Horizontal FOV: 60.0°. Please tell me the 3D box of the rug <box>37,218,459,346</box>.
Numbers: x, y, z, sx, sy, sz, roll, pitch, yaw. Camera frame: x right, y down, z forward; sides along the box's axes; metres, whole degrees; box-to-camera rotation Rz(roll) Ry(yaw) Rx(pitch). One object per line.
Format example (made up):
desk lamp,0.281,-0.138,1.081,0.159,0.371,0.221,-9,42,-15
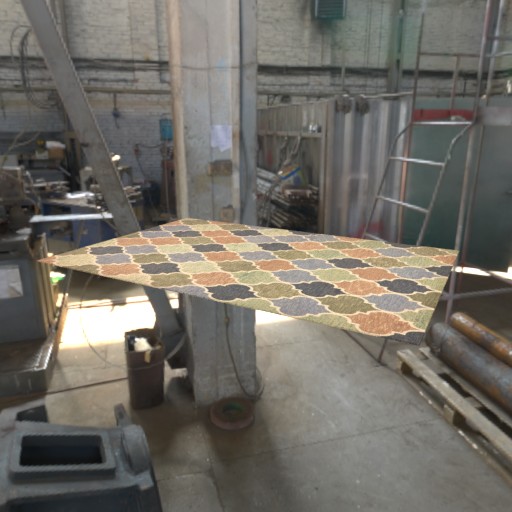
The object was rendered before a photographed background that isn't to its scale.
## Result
rug,0.000,0.000,2.303,1.828,0.006,1.216,9,19,28
